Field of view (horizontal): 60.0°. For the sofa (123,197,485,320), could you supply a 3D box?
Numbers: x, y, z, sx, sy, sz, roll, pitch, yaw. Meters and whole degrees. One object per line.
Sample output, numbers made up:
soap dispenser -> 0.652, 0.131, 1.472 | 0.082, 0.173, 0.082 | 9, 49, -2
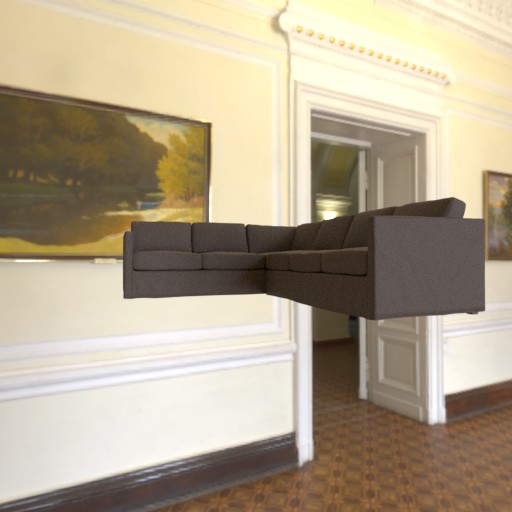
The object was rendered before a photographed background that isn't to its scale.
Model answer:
sofa -> 0.000, 0.000, 4.284 | 2.432, 0.871, 3.182 | 0, -1, -18
